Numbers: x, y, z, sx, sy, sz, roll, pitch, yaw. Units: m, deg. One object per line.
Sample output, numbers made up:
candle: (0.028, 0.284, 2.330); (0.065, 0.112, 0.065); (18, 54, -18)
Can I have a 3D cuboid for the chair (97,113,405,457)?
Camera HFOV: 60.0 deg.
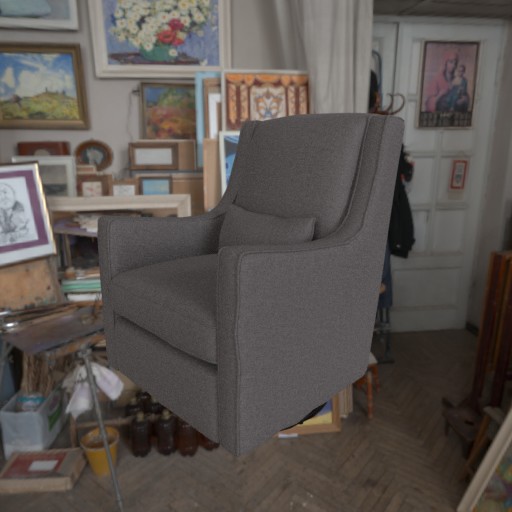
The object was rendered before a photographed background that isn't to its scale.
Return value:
chair: (0.000, 0.000, 1.579); (0.879, 0.993, 0.732); (-14, 20, -43)
